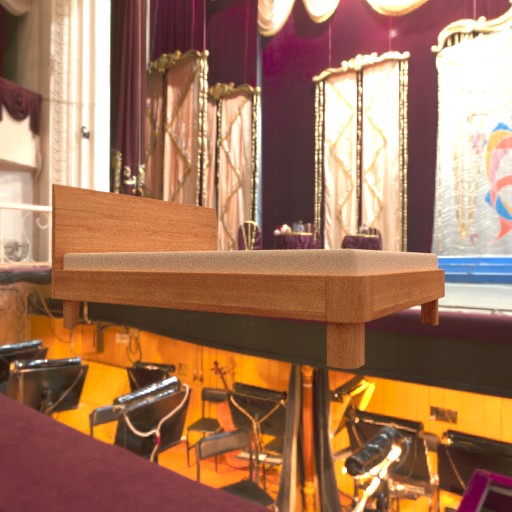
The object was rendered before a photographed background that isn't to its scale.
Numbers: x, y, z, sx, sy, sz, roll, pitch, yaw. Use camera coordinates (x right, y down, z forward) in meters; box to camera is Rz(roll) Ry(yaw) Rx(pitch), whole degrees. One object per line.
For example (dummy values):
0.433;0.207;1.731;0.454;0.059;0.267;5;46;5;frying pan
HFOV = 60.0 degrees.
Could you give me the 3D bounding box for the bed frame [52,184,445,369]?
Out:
0.000;0.000;2.990;2.092;0.940;1.660;0;-1;34;bed frame
